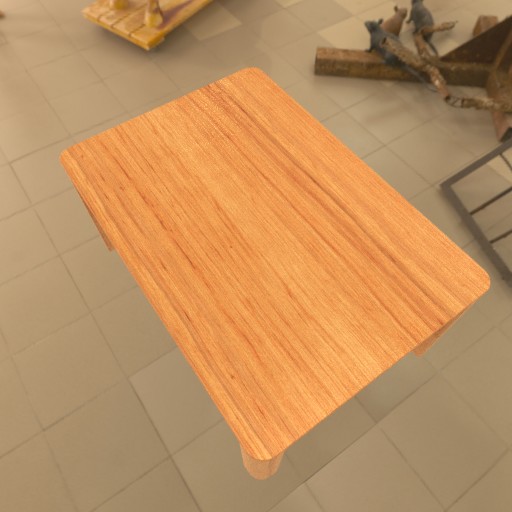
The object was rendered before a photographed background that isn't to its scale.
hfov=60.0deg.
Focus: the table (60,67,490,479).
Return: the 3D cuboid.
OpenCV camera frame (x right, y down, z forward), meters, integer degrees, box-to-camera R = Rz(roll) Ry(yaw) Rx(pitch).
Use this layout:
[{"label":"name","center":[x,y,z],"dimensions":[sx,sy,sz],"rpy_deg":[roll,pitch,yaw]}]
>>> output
[{"label":"table","center":[0.000,0.000,1.342],"dimensions":[0.696,0.445,0.997],"rpy_deg":[-31,64,-17]}]
